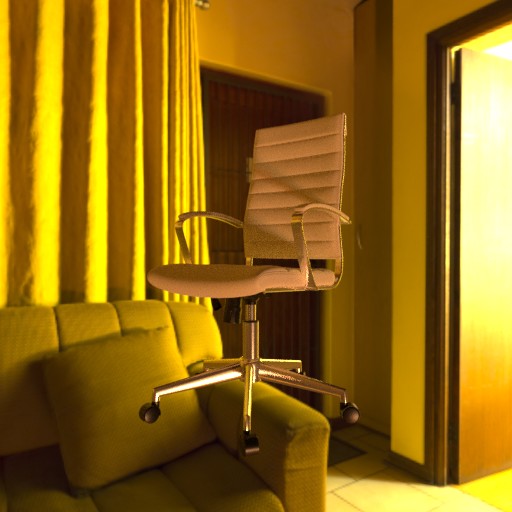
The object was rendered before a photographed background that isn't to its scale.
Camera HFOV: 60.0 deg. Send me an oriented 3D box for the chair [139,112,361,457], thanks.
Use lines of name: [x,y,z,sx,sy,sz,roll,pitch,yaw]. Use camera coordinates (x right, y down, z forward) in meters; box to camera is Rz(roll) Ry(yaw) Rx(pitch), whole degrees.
chair: [0.000,0.000,1.674,0.766,1.149,0.739,1,1,36]
